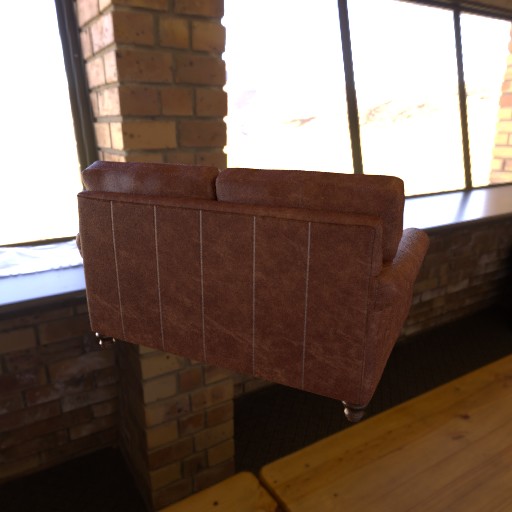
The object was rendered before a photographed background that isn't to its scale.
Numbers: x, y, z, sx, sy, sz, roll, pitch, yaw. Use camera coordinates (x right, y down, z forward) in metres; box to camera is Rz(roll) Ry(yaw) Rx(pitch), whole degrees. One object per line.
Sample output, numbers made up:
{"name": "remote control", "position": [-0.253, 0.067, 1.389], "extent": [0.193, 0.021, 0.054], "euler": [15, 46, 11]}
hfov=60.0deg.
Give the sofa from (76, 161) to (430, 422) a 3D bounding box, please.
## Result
{"name": "sofa", "position": [0.000, 0.000, 2.289], "extent": [1.616, 0.967, 0.990], "euler": [8, 19, 25]}
